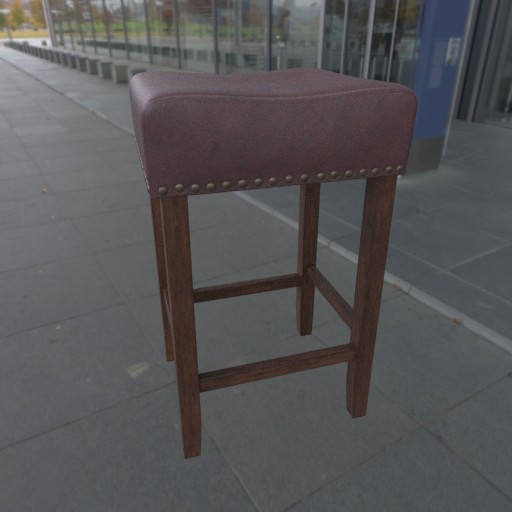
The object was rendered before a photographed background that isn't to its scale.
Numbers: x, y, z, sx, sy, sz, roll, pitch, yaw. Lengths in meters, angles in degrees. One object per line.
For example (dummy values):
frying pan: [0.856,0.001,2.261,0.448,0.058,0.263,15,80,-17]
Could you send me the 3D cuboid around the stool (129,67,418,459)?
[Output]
stool: [0.000,0.000,1.020,0.465,0.769,0.401,-8,28,-15]
